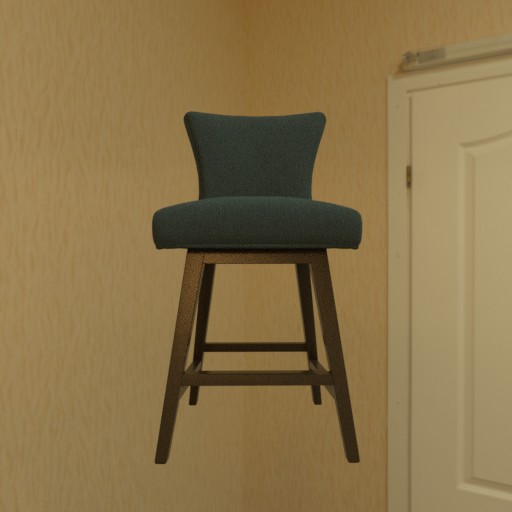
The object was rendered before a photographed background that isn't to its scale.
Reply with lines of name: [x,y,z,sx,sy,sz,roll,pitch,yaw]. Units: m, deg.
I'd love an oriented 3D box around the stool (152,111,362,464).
stool: [0.000,0.000,1.334,0.514,1.000,0.574,0,1,-1]
